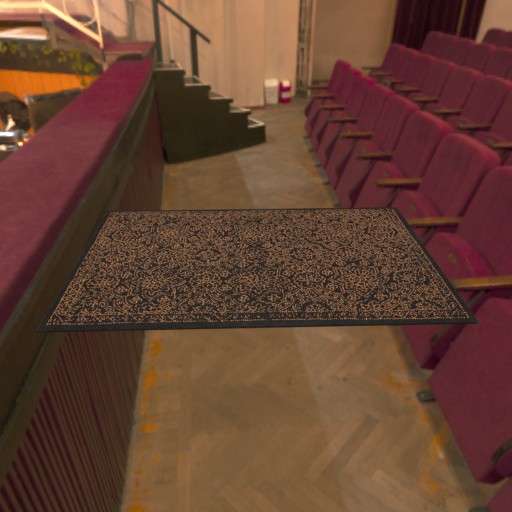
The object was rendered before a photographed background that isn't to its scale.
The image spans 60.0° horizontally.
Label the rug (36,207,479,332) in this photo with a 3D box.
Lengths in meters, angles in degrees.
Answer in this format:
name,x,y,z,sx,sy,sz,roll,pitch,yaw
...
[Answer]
name,x,y,z,sx,sy,sz,roll,pitch,yaw
rug,0.000,0.000,3.091,2.441,0.015,1.526,-1,31,-1
